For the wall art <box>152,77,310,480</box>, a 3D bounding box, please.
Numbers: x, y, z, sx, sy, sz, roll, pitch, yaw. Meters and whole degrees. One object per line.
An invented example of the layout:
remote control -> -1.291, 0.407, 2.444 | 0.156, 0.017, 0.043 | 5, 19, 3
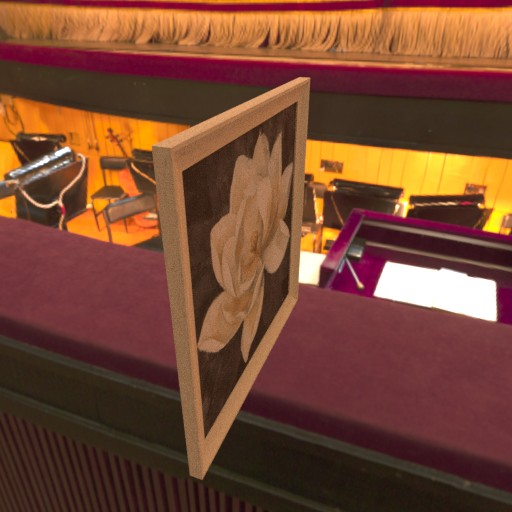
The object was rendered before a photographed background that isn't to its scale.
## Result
wall art -> 0.000, 0.000, 1.513 | 0.045, 1.016, 1.016 | 11, 31, 18
